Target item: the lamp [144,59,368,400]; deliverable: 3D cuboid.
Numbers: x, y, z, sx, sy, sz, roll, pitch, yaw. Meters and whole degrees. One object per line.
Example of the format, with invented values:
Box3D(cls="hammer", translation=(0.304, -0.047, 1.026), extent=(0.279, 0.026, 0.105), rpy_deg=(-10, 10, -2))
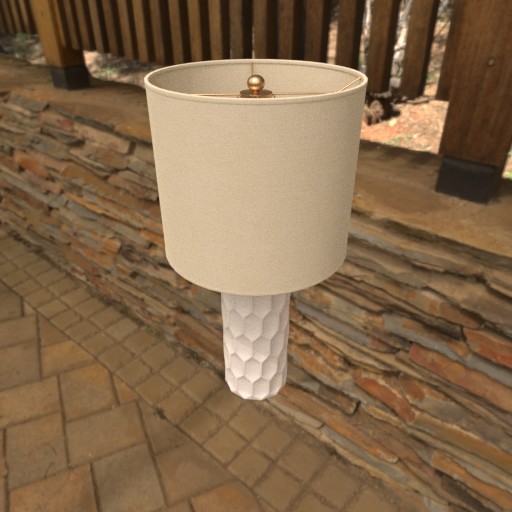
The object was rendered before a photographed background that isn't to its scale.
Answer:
Box3D(cls="lamp", translation=(0.000, 0.000, 0.700), extent=(0.277, 0.537, 0.277), rpy_deg=(20, 37, 30))
